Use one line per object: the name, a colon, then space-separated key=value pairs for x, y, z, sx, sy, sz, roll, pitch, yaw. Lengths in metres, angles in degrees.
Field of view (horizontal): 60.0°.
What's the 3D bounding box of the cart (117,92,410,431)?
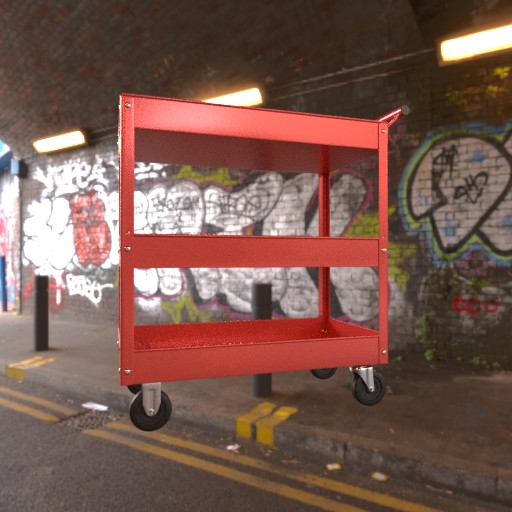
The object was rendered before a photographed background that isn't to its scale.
cart: x=0.000 y=0.000 z=1.210 sx=0.719 sy=0.780 sz=0.366 roll=0 pitch=0 yaw=-18
